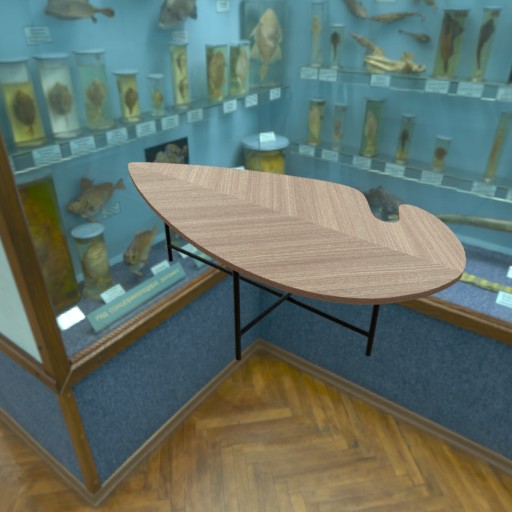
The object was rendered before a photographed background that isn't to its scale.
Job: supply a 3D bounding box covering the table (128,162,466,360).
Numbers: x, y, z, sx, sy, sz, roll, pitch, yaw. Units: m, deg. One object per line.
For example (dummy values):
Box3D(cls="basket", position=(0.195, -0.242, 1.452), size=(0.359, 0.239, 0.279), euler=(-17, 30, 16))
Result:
Box3D(cls="table", position=(0.000, 0.000, 1.419), size=(1.199, 0.360, 0.598), euler=(22, 37, 32))
